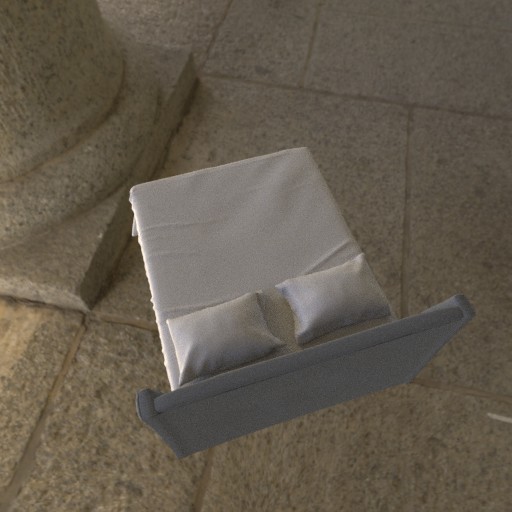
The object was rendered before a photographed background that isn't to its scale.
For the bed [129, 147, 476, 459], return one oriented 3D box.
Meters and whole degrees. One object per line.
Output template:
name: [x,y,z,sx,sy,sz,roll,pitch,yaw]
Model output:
bed: [0.000,0.000,3.438,1.925,1.332,2.276,-15,59,-9]
